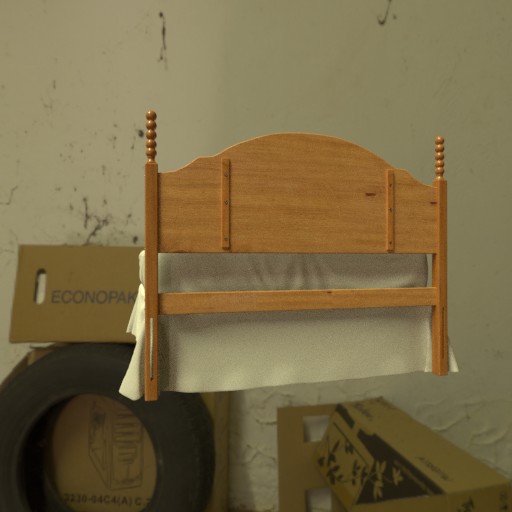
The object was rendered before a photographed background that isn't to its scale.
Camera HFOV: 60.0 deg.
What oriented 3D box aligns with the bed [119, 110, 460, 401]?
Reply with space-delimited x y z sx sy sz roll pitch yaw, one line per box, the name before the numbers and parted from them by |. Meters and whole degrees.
bed | 0.000 0.000 3.243 1.873 1.356 2.040 0 0 -16
